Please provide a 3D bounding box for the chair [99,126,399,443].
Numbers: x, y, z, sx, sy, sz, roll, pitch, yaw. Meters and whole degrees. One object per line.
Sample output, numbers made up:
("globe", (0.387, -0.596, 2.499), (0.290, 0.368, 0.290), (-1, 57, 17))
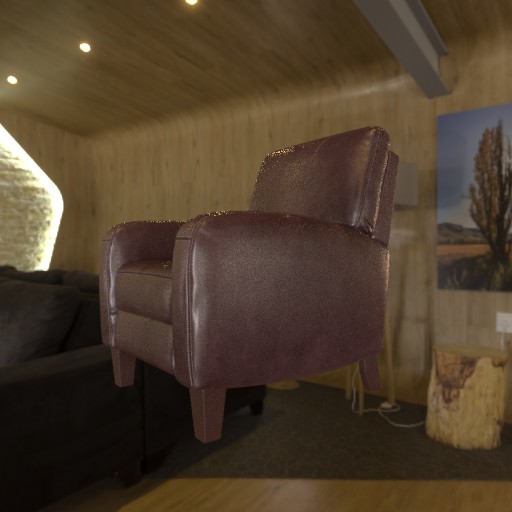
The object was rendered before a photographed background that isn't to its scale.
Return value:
("chair", (0.000, 0.000, 1.699), (0.990, 0.990, 0.762), (-1, 1, -38))
